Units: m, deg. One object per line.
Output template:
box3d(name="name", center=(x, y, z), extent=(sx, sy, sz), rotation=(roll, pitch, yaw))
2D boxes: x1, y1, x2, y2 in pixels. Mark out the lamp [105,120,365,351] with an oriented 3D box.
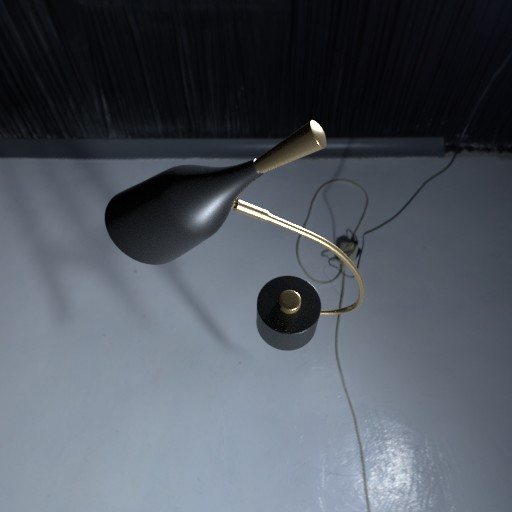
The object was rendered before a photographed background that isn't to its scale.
box3d(name="lamp", center=(0.000, 0.000, 0.609), extent=(0.352, 0.464, 0.110), rotation=(-1, 59, 0))
